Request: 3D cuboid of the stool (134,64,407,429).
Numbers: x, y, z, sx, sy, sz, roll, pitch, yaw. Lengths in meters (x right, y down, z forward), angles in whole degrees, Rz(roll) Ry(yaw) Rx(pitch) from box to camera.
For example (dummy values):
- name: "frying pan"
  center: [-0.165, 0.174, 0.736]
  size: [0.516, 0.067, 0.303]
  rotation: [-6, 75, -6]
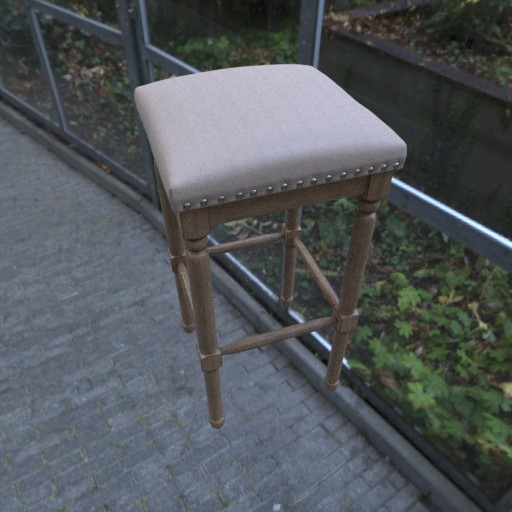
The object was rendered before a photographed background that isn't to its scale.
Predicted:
- name: "stool"
  center: [0.000, 0.000, 1.004]
  size: [0.383, 0.768, 0.382]
  rotation: [-13, 44, -14]
